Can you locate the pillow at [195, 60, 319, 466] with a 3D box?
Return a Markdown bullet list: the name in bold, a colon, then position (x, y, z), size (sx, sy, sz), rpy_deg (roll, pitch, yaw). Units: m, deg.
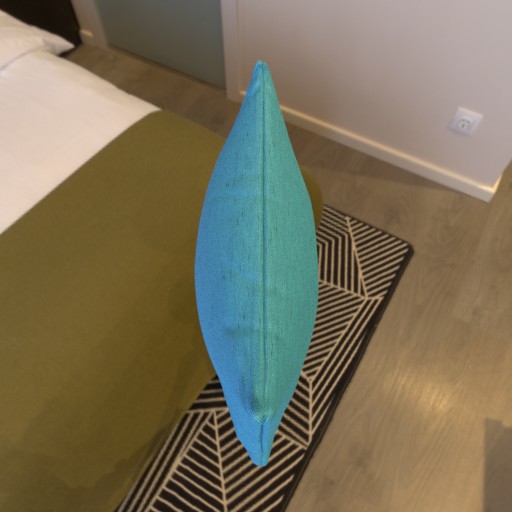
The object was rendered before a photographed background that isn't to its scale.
- **pillow**: position (0.000, 0.000, 0.775), size (0.210, 0.338, 0.633), rpy_deg (0, 58, 0)
